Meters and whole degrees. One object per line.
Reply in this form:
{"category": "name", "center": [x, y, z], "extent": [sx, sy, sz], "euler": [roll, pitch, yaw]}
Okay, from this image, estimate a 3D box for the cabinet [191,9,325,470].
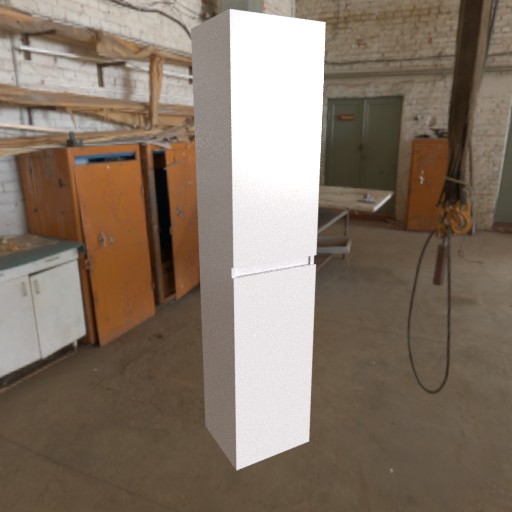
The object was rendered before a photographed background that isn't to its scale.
{"category": "cabinet", "center": [0.000, 0.000, 1.488], "extent": [0.300, 1.400, 0.269], "euler": [-9, 18, -28]}
